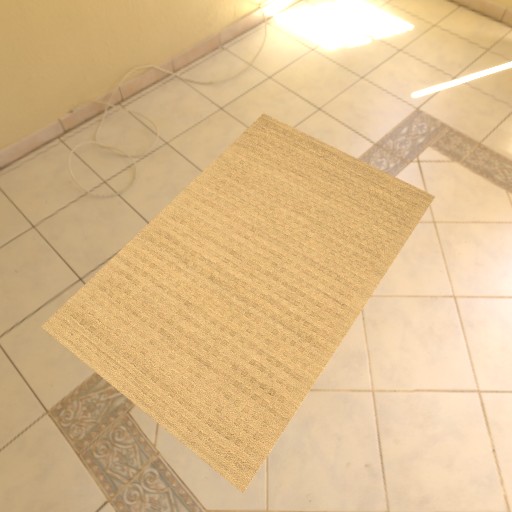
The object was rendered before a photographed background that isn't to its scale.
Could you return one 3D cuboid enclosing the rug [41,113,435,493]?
[{"bbox_3d":[0.000,0.000,2.209,1.142,0.006,1.752,31,63,18],"label":"rug"}]
